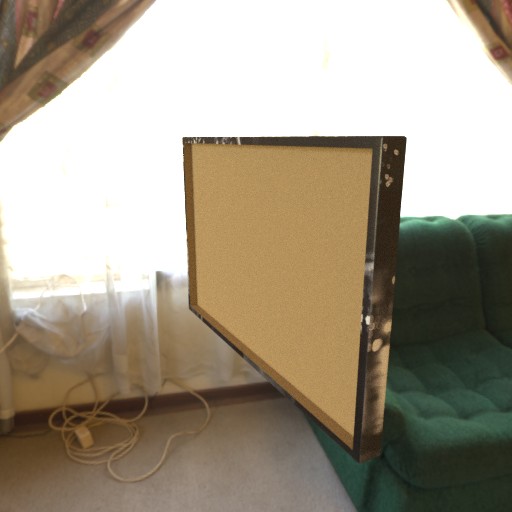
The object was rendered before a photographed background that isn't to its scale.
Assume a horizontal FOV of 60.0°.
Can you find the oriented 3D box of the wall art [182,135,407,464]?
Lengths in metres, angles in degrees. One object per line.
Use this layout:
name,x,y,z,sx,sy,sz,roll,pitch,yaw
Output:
wall art,0.000,0.000,0.779,0.037,0.406,0.609,-8,17,-28
